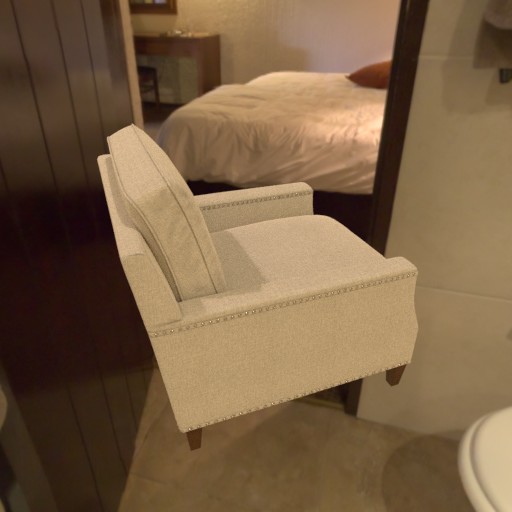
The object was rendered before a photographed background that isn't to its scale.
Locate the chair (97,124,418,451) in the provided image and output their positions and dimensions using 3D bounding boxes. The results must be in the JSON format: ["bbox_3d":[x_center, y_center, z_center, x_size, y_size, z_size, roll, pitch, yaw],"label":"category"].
[{"bbox_3d":[0.000,0.000,1.717,1.014,0.943,0.853,-11,32,-18],"label":"chair"}]
